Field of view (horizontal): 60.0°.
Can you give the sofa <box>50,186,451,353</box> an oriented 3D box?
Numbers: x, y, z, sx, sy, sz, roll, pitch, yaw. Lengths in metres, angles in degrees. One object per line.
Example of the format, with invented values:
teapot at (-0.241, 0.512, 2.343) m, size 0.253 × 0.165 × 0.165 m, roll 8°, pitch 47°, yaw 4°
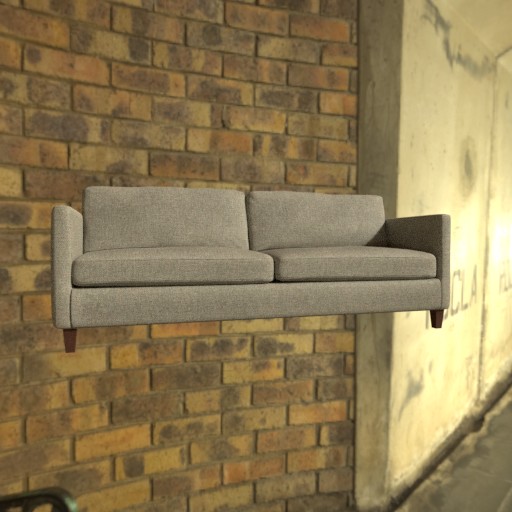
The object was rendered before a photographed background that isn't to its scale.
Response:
sofa at (0.000, 0.000, 2.990) m, size 2.434 × 0.951 × 0.948 m, roll 0°, pitch 2°, yaw -17°
